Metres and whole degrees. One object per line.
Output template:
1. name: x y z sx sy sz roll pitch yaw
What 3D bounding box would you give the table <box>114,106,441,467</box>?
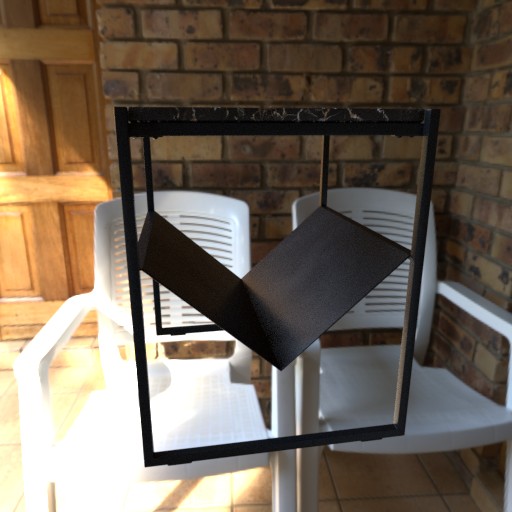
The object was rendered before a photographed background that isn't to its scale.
1. table: 0.000 0.000 0.866 0.432 0.534 0.469 -3 17 -9
